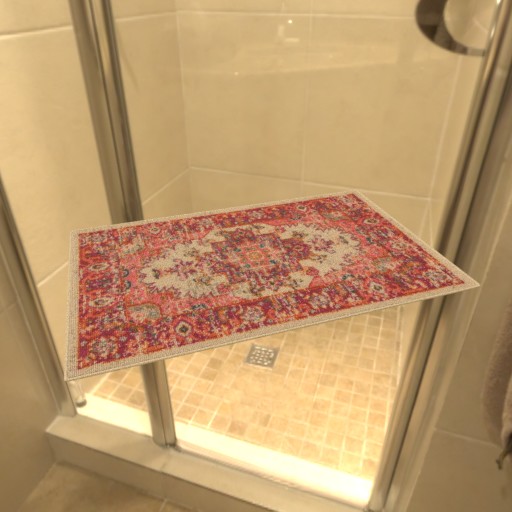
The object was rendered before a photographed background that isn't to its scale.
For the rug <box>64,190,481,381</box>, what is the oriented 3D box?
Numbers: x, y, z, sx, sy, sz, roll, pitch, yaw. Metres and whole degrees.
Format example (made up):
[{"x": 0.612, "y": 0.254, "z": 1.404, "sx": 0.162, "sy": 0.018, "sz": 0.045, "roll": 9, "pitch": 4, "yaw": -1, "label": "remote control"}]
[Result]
[{"x": 0.000, "y": 0.000, "z": 1.085, "sx": 0.868, "sy": 0.004, "sz": 0.556, "roll": -10, "pitch": 33, "yaw": -16, "label": "rug"}]
